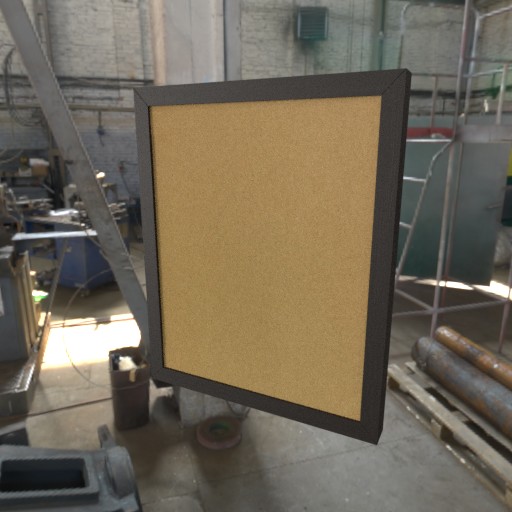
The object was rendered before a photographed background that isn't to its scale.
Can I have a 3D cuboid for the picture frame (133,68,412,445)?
[{"bbox_3d":[0.000,0.000,0.751,0.452,0.555,0.044,7,16,26],"label":"picture frame"}]
